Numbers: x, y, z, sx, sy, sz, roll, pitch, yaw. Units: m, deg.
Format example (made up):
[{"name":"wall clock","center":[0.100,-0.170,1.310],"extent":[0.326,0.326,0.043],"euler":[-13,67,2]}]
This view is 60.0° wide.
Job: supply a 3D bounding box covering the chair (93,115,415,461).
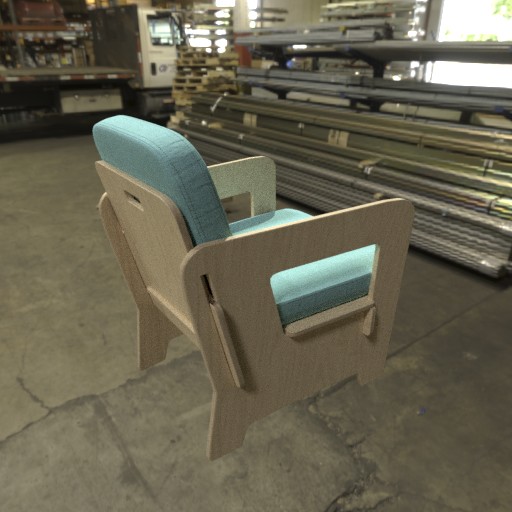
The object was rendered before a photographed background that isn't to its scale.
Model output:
[{"name":"chair","center":[0.000,0.000,1.261],"extent":[0.710,0.800,0.590],"euler":[-18,31,-33]}]
